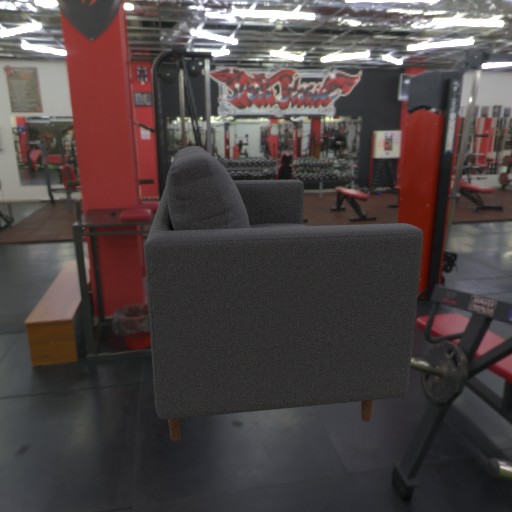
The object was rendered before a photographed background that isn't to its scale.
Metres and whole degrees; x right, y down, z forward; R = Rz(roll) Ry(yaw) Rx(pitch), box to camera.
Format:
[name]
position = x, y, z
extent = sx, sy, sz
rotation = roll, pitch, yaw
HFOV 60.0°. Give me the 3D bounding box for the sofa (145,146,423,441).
[sofa]
position = 0.000, 0.000, 1.912
extent = 0.796, 0.908, 1.430
rotation = -2, 16, -9
